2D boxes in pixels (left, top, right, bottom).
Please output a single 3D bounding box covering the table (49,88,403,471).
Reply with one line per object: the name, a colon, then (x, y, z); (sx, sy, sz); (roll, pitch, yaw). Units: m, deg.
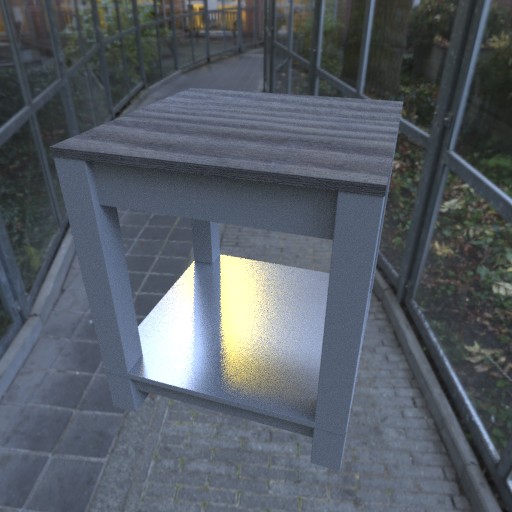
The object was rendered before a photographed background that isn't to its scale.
table: (0.000, 0.000, 0.973); (0.506, 0.587, 0.504); (10, 32, 15)
